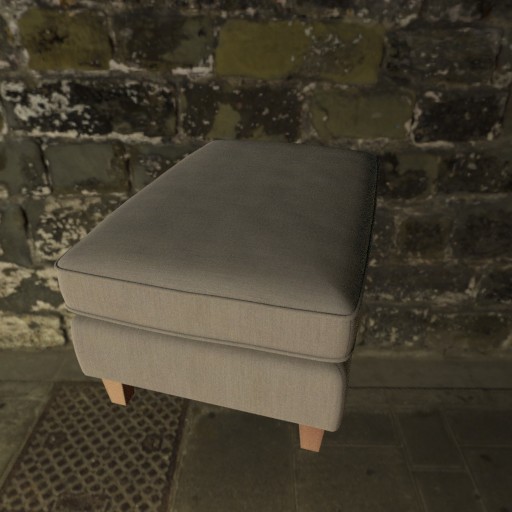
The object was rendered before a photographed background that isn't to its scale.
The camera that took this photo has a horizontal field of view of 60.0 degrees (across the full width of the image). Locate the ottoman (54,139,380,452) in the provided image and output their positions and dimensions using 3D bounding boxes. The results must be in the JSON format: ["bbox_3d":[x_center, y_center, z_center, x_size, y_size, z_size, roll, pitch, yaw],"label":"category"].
[{"bbox_3d":[0.000,0.000,1.297,0.636,0.480,0.941,8,31,13],"label":"ottoman"}]
